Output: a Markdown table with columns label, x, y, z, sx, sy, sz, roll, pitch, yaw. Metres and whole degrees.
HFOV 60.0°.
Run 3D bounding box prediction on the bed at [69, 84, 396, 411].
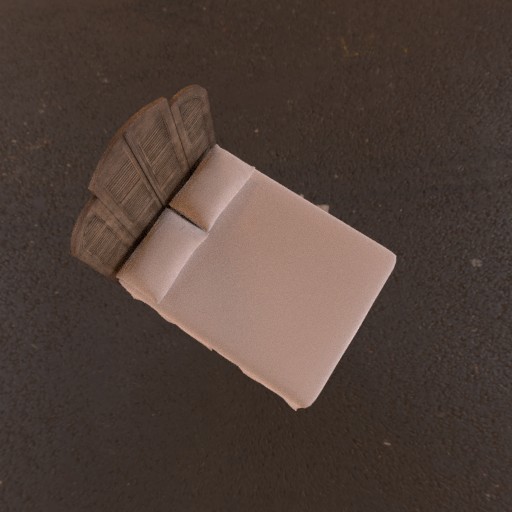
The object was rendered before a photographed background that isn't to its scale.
| label | x | y | z | sx | sy | sz | roll | pitch | yaw |
| --- | --- | --- | --- | --- | --- | --- | --- | --- | --- |
| bed | 0.000 | 0.000 | 3.622 | 2.138 | 2.019 | 1.713 | 32 | 78 | 8 |
